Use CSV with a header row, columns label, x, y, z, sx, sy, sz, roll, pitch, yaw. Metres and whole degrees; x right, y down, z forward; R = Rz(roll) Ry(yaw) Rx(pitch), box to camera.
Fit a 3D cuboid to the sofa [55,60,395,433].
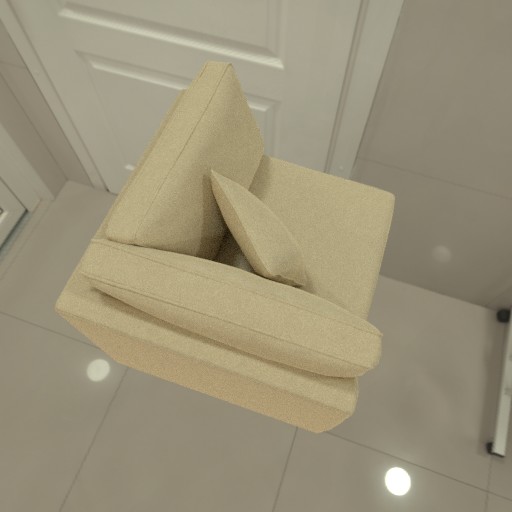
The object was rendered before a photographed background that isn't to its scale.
label,x,y,z,sx,sy,sz,roll,pitch,yaw
sofa,0.000,0.000,1.950,1.084,1.002,1.146,17,65,8
